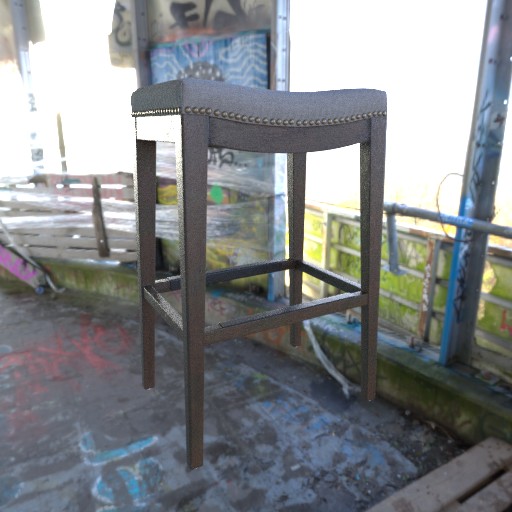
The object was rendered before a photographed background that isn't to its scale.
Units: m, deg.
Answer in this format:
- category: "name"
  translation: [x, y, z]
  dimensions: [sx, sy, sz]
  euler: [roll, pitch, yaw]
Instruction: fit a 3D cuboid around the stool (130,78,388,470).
- category: "stool"
  translation: [0.000, 0.000, 1.069]
  dimensions: [0.508, 0.762, 0.356]
  euler: [-9, 19, -28]
